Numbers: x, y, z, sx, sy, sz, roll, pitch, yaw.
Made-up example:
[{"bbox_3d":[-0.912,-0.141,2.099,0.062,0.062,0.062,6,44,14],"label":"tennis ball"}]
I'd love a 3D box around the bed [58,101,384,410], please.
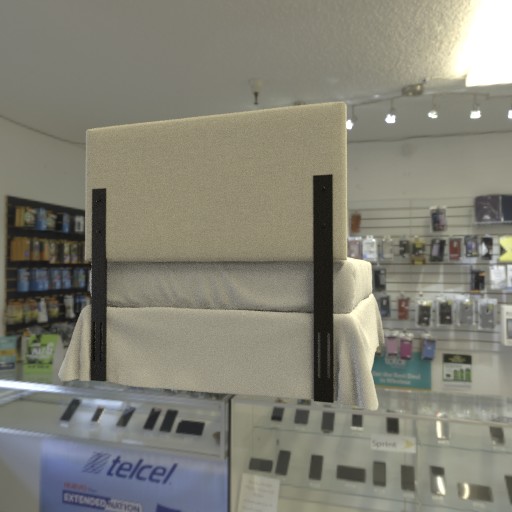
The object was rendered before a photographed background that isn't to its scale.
[{"bbox_3d":[0.000,0.000,3.507,1.936,1.577,2.222,0,-1,18],"label":"bed"}]
